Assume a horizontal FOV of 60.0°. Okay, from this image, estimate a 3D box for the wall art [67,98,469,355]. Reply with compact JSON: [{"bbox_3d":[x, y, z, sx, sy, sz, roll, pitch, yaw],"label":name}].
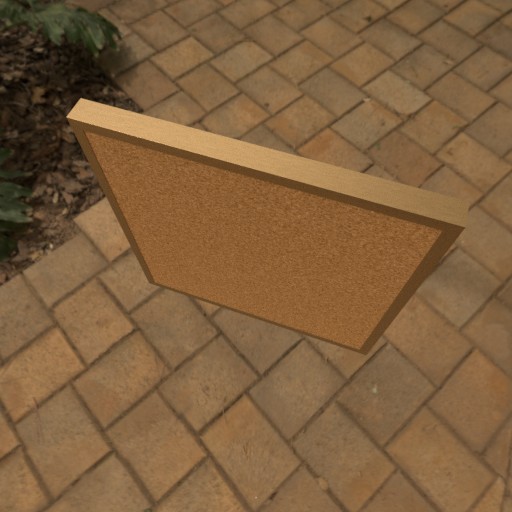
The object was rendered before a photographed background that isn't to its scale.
[{"bbox_3d":[0.000,0.000,0.768,0.510,0.509,0.037,17,63,9],"label":"wall art"}]
